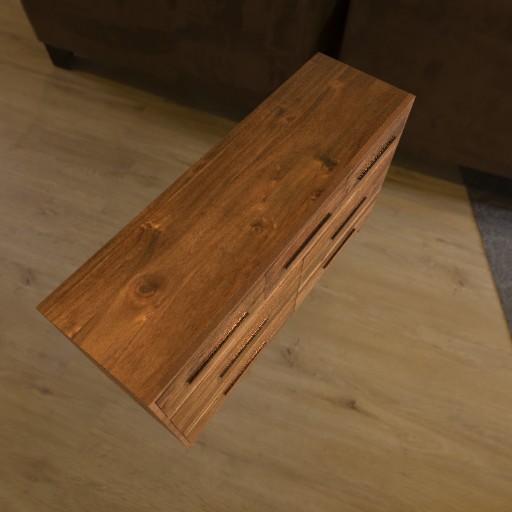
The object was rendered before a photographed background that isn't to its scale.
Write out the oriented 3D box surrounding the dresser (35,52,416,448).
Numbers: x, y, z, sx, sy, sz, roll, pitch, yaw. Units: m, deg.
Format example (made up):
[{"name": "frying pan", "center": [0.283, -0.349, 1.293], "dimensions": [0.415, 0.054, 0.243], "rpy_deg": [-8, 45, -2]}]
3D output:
[{"name": "dresser", "center": [0.000, 0.000, 1.794], "dimensions": [0.446, 0.873, 1.400], "rpy_deg": [33, 65, 18]}]
